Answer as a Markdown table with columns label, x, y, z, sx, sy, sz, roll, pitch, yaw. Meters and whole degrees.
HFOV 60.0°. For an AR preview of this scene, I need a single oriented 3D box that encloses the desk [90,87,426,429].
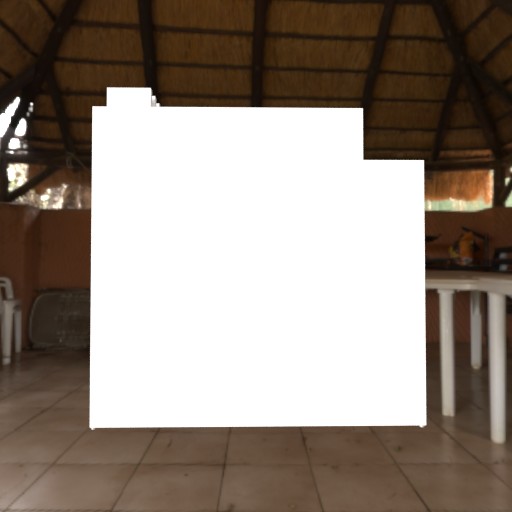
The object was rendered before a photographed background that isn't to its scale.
| label | x | y | z | sx | sy | sz | roll | pitch | yaw |
| --- | --- | --- | --- | --- | --- | --- | --- | --- | --- |
| desk | 0.000 | 0.000 | 1.719 | 0.940 | 0.986 | 0.940 | 0 | -1 | -1 |
